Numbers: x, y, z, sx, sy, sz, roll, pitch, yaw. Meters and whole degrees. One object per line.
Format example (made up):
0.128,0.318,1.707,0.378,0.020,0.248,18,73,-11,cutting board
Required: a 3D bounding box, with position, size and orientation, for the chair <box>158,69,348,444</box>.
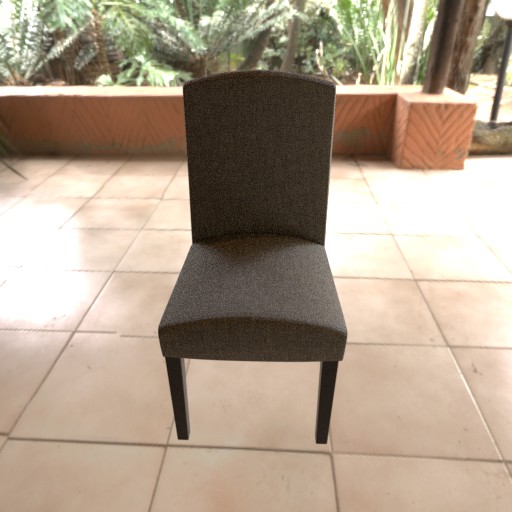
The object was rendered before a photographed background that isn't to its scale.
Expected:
0.000,0.000,1.248,0.451,0.917,0.580,1,29,2,chair
